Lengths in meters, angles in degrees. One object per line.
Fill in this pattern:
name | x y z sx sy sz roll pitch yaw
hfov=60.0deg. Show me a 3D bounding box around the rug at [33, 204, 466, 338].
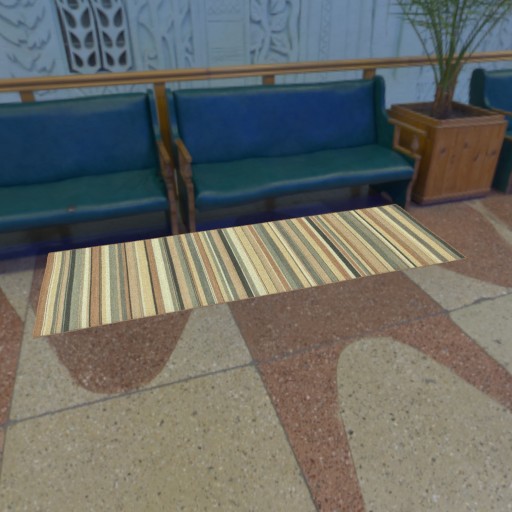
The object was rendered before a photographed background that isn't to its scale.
rug | 0.000 0.000 2.711 2.444 0.010 0.799 -9 33 -14
